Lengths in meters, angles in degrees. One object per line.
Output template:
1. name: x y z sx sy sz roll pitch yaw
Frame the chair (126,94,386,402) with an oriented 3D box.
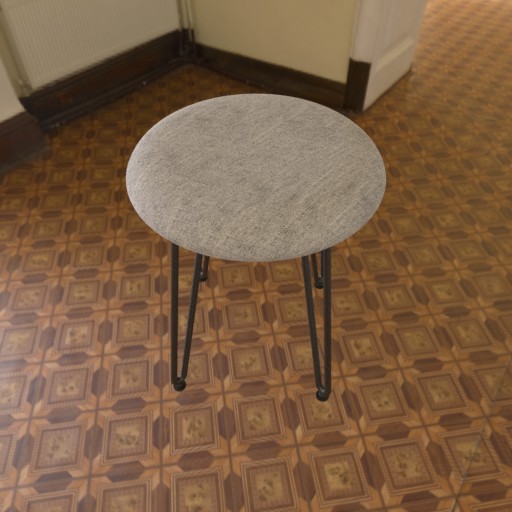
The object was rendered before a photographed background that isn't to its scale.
1. chair: 0.000 0.000 0.652 0.350 0.386 0.350 -32 54 -27
